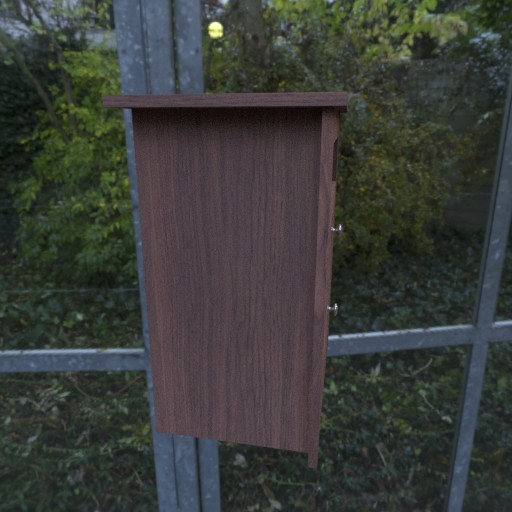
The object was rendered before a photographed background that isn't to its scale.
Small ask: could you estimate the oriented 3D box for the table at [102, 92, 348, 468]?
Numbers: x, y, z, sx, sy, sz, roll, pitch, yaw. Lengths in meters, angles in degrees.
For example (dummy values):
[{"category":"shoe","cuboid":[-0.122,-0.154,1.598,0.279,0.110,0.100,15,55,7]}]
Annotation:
[{"category":"table","cuboid":[0.000,0.000,1.080,0.406,0.711,0.589,3,17,11]}]
